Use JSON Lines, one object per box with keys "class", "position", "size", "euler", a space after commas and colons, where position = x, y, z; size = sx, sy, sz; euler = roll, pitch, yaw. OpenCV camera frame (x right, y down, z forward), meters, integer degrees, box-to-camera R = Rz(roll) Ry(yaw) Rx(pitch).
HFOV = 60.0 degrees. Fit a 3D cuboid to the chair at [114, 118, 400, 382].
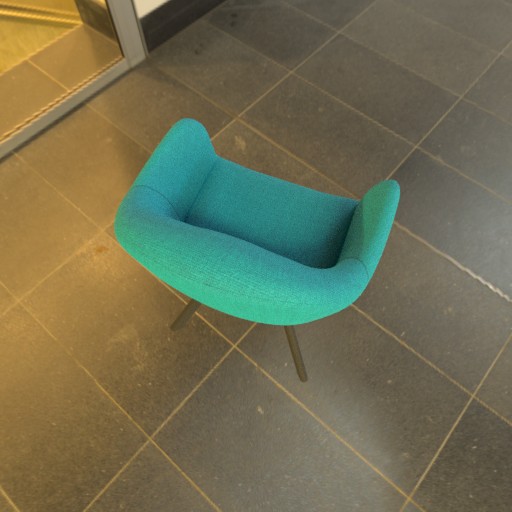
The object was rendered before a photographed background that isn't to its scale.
{"class": "chair", "position": [0.000, 0.000, 1.196], "size": [0.590, 0.795, 0.550], "euler": [19, 65, 10]}
